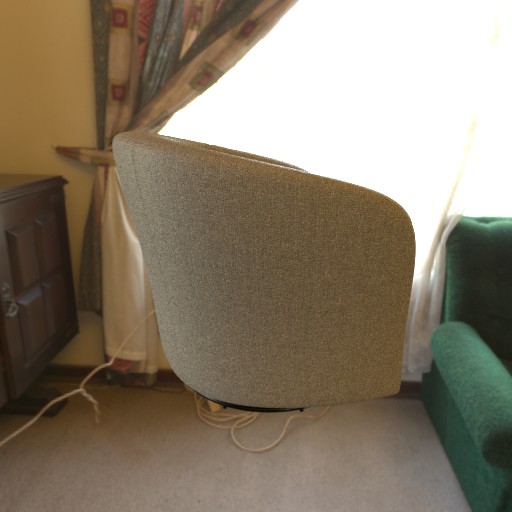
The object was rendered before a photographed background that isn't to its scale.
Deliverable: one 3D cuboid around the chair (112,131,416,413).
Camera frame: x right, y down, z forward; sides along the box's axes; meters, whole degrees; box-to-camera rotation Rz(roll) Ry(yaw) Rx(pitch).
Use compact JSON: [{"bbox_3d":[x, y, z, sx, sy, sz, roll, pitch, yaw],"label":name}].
[{"bbox_3d":[0.000,0.000,1.420,0.815,0.771,0.791,-3,17,-11],"label":"chair"}]
